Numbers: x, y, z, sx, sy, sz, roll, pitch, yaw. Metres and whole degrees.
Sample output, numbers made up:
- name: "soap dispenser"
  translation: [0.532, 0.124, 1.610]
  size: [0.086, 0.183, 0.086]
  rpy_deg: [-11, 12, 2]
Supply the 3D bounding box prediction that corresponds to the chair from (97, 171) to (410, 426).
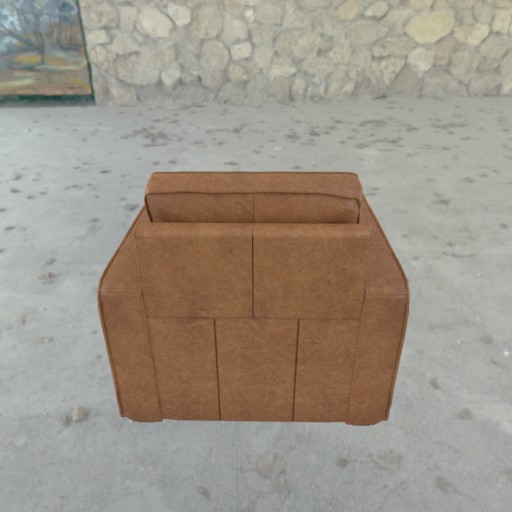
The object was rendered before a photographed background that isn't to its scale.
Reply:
- name: "chair"
  translation: [0.000, 0.000, 1.777]
  size: [0.987, 0.901, 1.027]
  rpy_deg: [-1, 29, -2]
